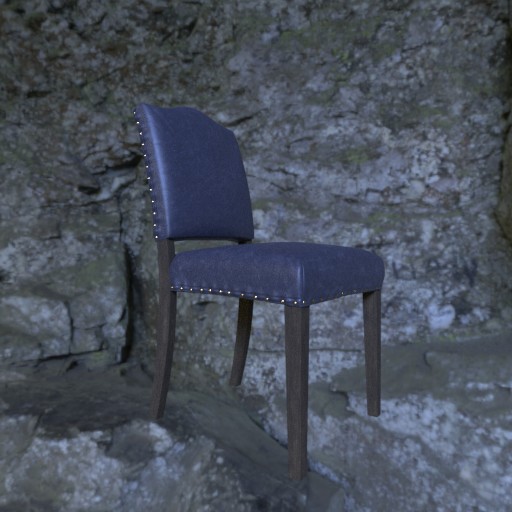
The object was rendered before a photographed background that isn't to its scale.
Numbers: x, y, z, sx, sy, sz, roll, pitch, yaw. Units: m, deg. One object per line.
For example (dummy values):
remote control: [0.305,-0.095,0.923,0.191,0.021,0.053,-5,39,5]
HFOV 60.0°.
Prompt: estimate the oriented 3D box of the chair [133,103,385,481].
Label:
chair: [0.000,0.000,1.356,0.633,0.991,0.500,1,2,37]
